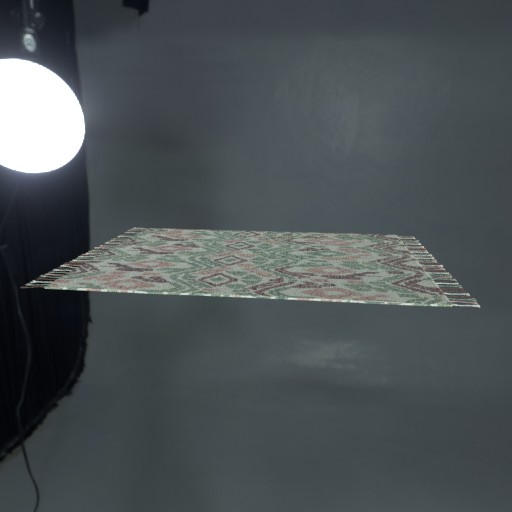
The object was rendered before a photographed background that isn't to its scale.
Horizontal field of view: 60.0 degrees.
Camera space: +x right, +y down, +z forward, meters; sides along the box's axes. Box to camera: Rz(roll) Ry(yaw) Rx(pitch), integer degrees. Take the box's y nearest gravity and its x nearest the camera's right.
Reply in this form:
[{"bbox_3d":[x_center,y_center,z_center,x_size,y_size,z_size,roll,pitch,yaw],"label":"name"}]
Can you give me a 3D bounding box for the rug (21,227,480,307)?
[{"bbox_3d":[0.000,0.000,2.304,1.829,0.010,1.219,2,16,7],"label":"rug"}]
